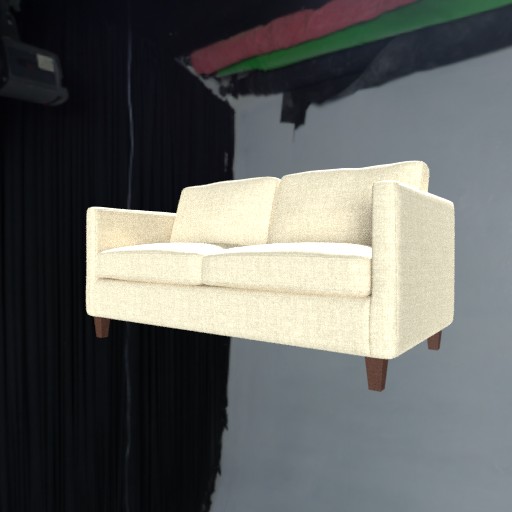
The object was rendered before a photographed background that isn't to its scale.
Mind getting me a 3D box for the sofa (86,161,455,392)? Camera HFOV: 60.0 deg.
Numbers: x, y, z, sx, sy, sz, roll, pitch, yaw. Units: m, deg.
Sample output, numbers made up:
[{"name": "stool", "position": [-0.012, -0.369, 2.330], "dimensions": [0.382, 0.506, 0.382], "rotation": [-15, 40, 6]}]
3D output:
[{"name": "sofa", "position": [0.000, 0.000, 2.458], "dimensions": [1.884, 0.963, 0.950], "rotation": [1, 1, 36]}]
